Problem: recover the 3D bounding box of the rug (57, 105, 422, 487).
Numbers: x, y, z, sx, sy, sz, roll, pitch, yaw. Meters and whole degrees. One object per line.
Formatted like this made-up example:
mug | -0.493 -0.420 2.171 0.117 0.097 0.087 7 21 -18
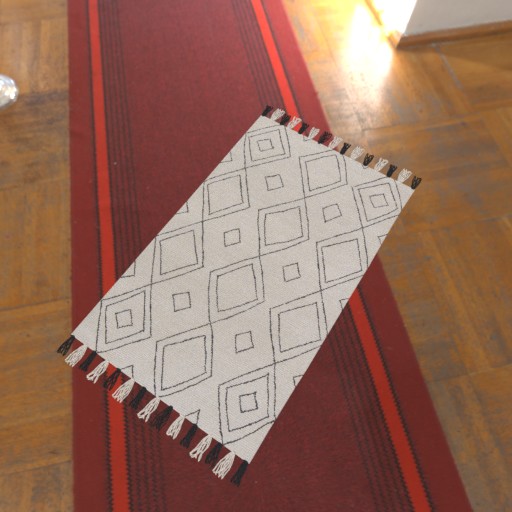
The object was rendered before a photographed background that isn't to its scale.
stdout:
rug | 0.000 0.000 3.350 1.524 0.021 2.755 30 67 14
